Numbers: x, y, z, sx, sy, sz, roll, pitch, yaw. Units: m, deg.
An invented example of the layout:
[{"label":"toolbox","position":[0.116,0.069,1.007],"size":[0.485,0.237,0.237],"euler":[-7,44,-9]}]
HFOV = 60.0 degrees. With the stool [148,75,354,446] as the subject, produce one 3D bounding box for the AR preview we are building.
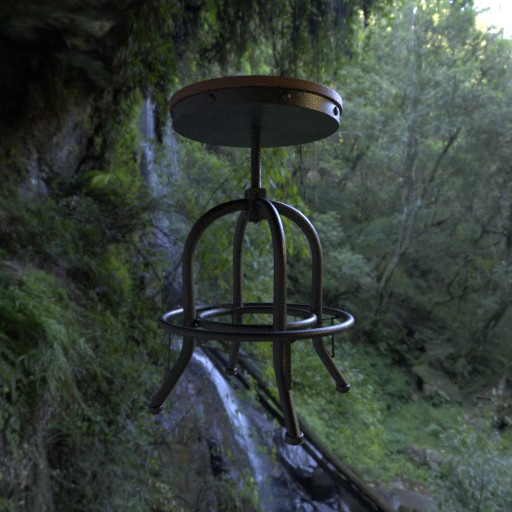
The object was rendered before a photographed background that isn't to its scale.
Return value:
[{"label":"stool","position":[0.000,0.000,0.916],"size":[0.439,0.609,0.439],"euler":[0,1,-18]}]
